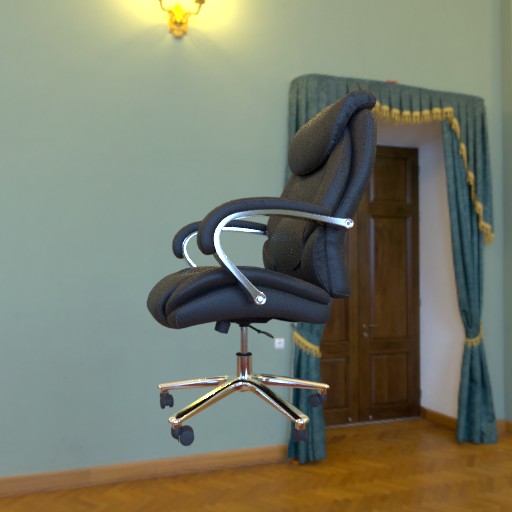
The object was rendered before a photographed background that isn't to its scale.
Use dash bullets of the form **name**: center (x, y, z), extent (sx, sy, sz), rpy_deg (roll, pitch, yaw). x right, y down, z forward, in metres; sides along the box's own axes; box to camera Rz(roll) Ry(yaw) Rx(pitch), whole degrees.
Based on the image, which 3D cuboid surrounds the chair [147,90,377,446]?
- **chair**: center (0.000, 0.000, 1.673), extent (0.790, 1.183, 0.755), rpy_deg (0, -1, -17)
